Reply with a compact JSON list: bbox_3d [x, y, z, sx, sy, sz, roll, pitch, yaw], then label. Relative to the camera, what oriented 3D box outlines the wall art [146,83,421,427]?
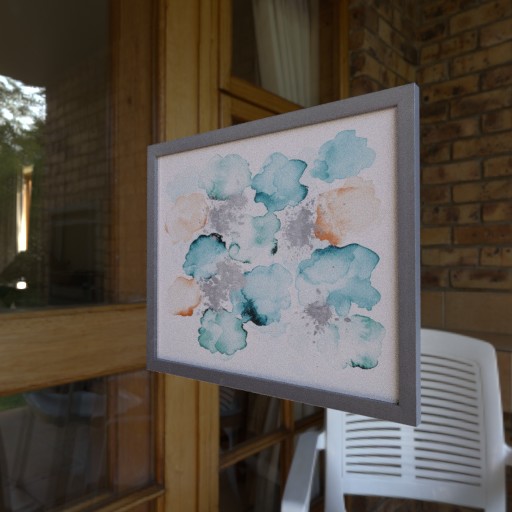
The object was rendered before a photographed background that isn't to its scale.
[{"bbox_3d":[0.000,0.000,0.923,0.660,0.558,0.026,-1,-1,36],"label":"wall art"}]
